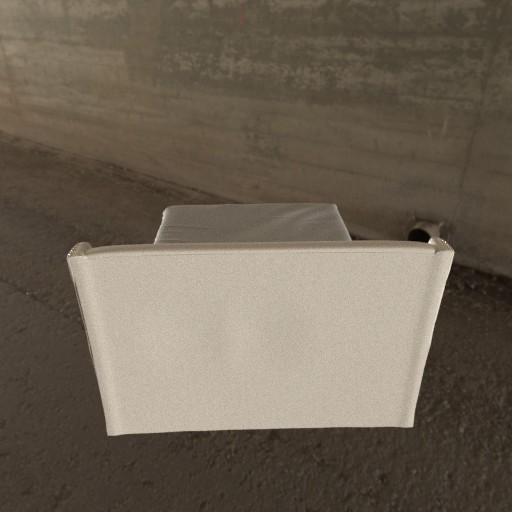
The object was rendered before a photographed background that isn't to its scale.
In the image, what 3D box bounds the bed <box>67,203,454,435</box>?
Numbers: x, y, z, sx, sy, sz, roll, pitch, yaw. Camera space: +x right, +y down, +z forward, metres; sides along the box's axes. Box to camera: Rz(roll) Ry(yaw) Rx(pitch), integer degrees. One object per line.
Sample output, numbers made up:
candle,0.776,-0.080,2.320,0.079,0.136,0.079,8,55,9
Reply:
bed,0.000,0.000,3.446,1.925,1.332,2.276,-1,29,-1
